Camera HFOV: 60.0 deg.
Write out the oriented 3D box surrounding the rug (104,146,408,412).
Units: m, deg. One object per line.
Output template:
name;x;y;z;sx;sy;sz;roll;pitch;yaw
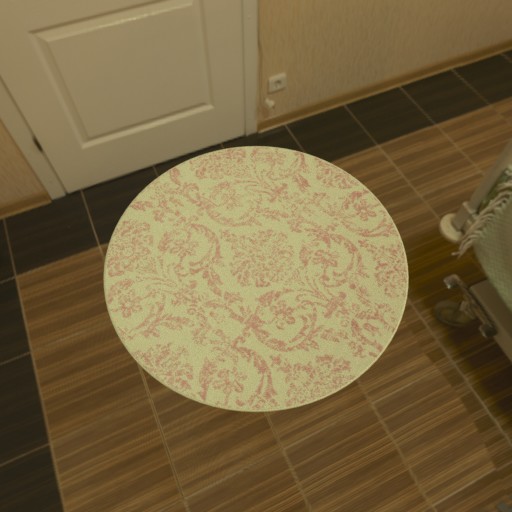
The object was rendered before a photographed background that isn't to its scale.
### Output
rug;0.000;0.000;2.351;1.593;0.012;1.593;0;59;0
